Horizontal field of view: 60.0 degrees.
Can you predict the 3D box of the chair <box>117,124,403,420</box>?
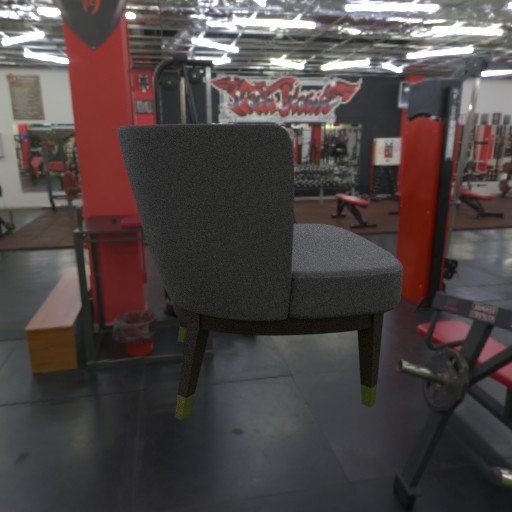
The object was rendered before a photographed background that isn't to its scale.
[{"bbox_3d":[0.000,0.000,1.255,0.698,0.695,0.639,-2,15,-9],"label":"chair"}]
